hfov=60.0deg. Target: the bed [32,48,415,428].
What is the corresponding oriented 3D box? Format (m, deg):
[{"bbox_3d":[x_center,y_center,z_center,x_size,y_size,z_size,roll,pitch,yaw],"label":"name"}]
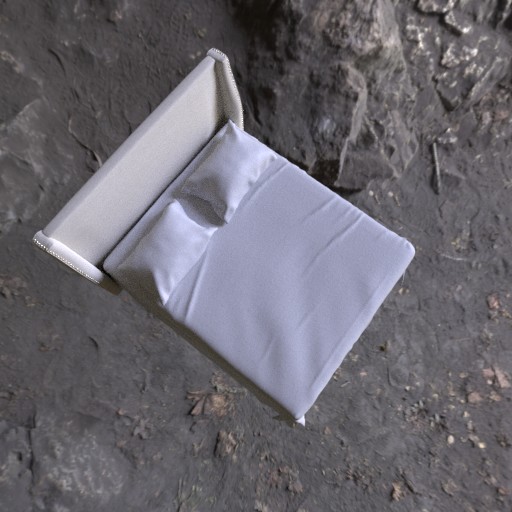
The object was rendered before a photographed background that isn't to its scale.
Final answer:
[{"bbox_3d":[0.000,0.000,3.530,2.276,1.332,1.925,36,78,9],"label":"bed"}]
